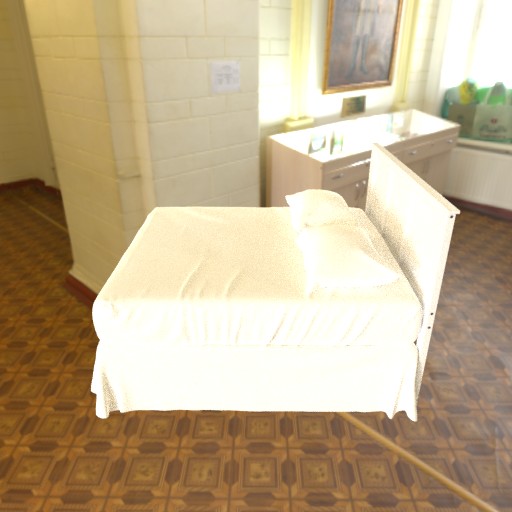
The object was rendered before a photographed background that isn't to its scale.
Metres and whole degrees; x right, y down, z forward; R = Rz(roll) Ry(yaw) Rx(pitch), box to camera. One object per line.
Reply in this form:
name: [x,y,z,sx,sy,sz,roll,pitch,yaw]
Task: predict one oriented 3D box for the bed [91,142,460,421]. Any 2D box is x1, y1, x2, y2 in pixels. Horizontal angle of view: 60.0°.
bed: [0.000,0.000,3.133,2.047,1.269,1.876,0,26,0]
